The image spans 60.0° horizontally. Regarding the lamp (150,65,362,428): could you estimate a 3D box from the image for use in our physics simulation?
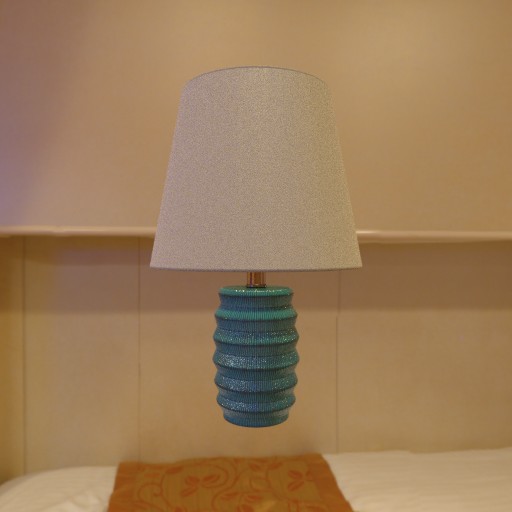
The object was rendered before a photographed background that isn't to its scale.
[{"bbox_3d":[0.000,0.000,0.545,0.254,0.392,0.254,0,1,0],"label":"lamp"}]
